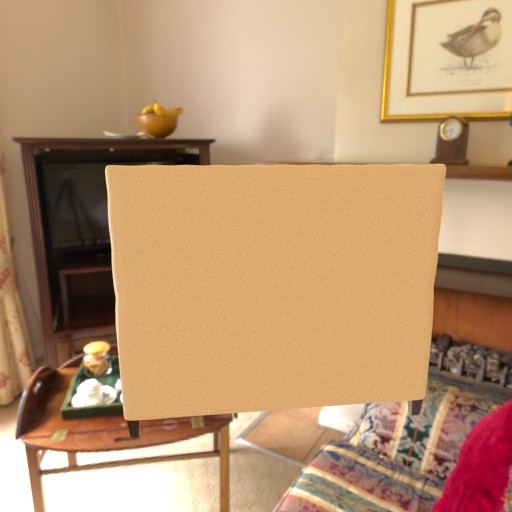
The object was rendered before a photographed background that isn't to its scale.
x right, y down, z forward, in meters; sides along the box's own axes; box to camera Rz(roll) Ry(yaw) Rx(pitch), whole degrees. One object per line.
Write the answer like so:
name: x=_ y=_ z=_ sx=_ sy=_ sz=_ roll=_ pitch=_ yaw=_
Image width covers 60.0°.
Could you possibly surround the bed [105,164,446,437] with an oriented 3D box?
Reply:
bed: x=0.000 y=0.000 z=3.354 sx=1.696 sy=1.426 sz=2.233 roll=-2 pitch=14 yaw=-7
